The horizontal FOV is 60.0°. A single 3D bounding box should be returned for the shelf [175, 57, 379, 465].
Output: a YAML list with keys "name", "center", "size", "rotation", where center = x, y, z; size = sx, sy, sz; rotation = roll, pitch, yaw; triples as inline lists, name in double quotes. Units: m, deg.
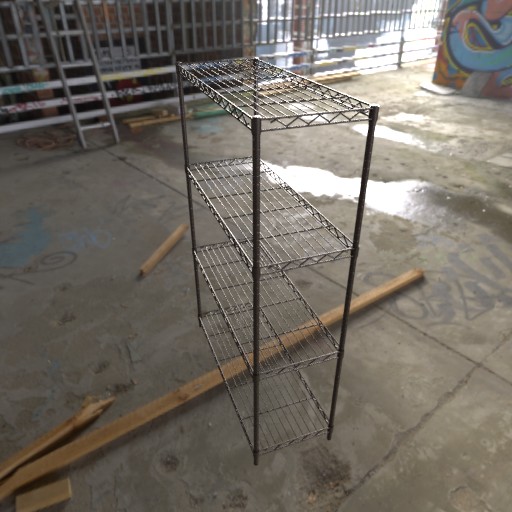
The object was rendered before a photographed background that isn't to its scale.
- name: "shelf"
  center: [0.000, 0.000, 1.807]
  size: [0.352, 1.361, 0.907]
  rotation: [-11, 33, -17]
